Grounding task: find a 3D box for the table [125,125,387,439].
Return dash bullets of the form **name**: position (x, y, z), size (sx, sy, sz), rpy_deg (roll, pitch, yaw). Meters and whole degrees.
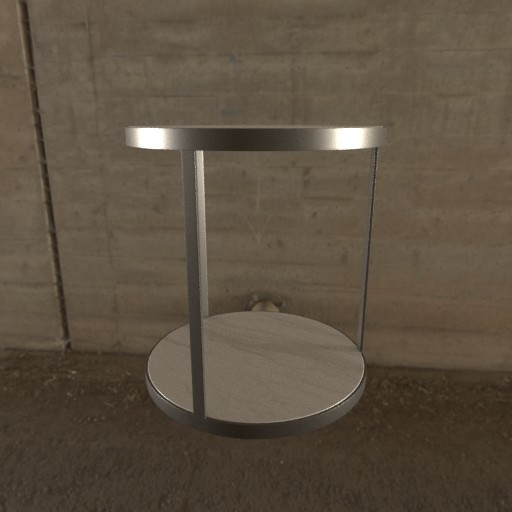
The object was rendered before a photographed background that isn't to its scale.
- **table**: position (0.000, 0.000, 0.852), size (0.445, 0.479, 0.445), rpy_deg (0, 17, 0)
